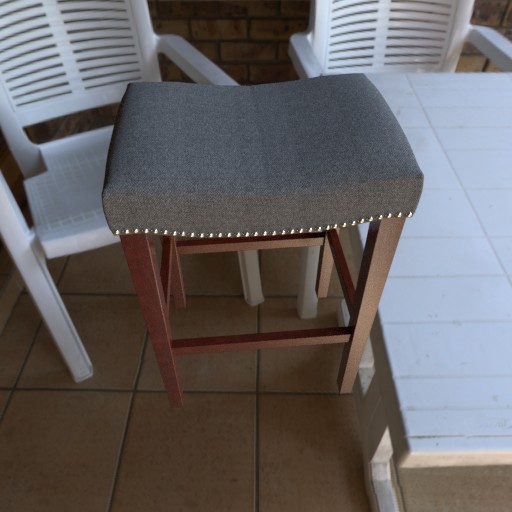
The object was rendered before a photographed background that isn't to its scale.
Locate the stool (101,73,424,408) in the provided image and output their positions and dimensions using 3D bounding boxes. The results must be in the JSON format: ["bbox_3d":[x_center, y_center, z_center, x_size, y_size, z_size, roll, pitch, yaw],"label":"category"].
[{"bbox_3d":[0.000,0.000,1.036,0.504,0.742,0.372,-4,47,-4],"label":"stool"}]
